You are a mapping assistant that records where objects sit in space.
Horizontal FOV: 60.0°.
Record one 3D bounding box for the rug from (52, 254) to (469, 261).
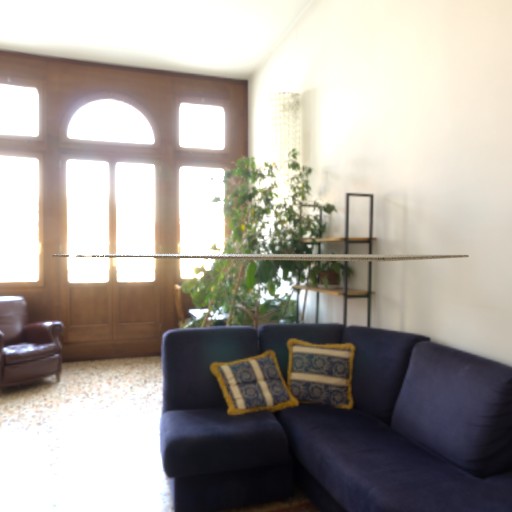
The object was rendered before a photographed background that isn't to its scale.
[{"bbox_3d":[0.000,0.000,2.912,2.280,0.015,1.521,0,1,36],"label":"rug"}]
